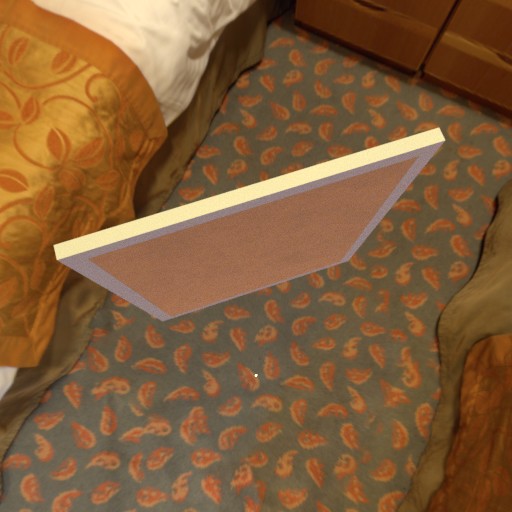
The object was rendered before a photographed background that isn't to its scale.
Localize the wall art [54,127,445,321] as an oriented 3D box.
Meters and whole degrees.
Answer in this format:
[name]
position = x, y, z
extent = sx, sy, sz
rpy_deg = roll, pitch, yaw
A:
[wall art]
position = 0.000, 0.000, 1.112
extent = 0.661, 0.811, 0.026
rpy_deg = -18, 76, -5
